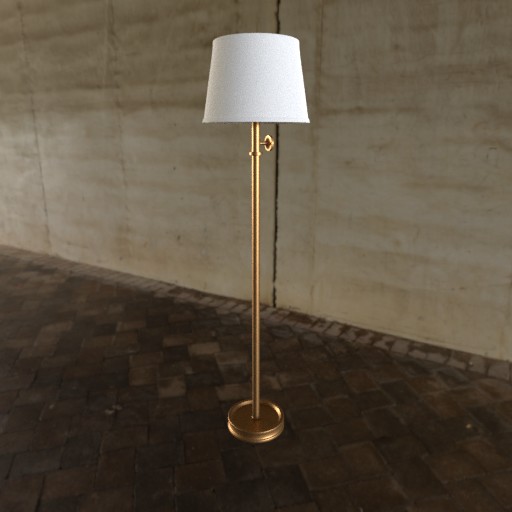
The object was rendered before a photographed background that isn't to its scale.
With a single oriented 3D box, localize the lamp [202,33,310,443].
[{"bbox_3d":[0.000,0.000,0.804,0.178,0.710,0.178,0,16,0],"label":"lamp"}]
